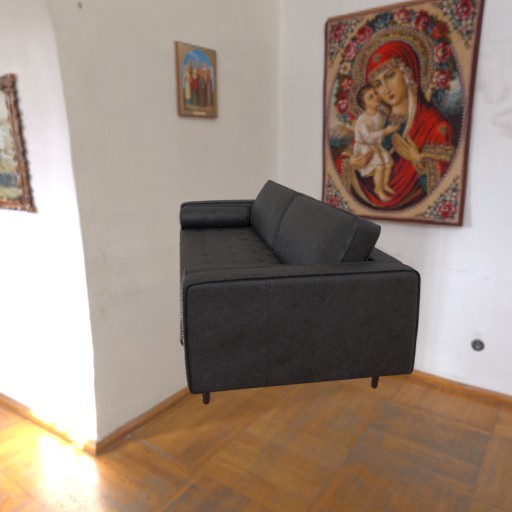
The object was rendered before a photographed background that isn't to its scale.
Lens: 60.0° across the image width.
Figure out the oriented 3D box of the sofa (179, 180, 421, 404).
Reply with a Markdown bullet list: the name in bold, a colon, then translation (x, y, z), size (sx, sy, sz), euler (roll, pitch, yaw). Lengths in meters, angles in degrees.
- **sofa**: translation (0.000, 0.000, 2.656), size (0.914, 0.762, 2.210), euler (-2, 14, -9)
